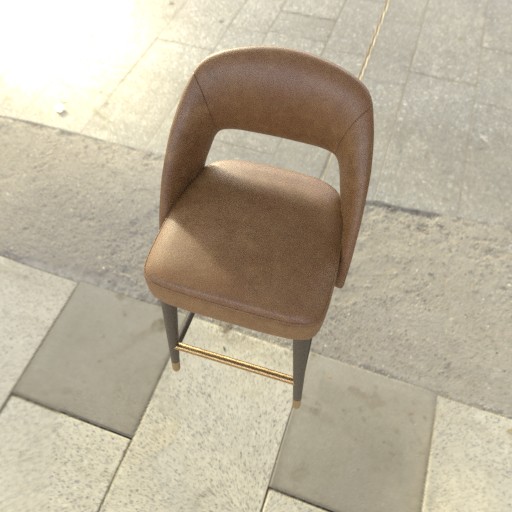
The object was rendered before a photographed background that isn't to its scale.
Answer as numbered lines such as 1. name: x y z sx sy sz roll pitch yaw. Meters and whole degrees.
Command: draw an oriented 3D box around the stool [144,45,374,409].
1. stool: 0.000 0.000 1.228 0.494 0.940 0.509 15 60 9
